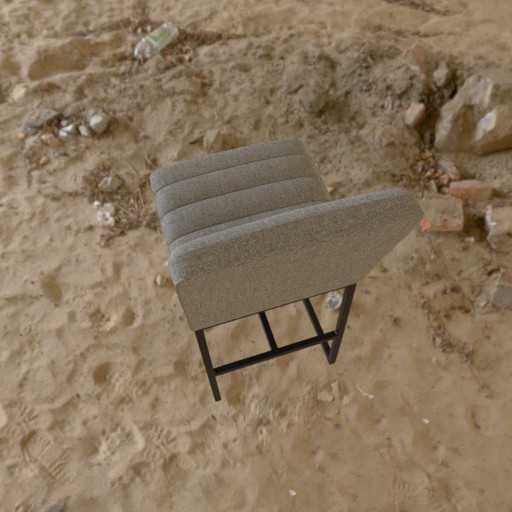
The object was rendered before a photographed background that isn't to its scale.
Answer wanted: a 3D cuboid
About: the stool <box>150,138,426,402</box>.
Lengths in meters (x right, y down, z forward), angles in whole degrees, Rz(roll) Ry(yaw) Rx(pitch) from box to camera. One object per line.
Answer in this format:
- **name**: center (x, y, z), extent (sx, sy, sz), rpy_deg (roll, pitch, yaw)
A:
- **stool**: center (0.000, 0.000, 1.251), extent (0.460, 0.940, 0.560), rpy_deg (-15, 59, -9)
